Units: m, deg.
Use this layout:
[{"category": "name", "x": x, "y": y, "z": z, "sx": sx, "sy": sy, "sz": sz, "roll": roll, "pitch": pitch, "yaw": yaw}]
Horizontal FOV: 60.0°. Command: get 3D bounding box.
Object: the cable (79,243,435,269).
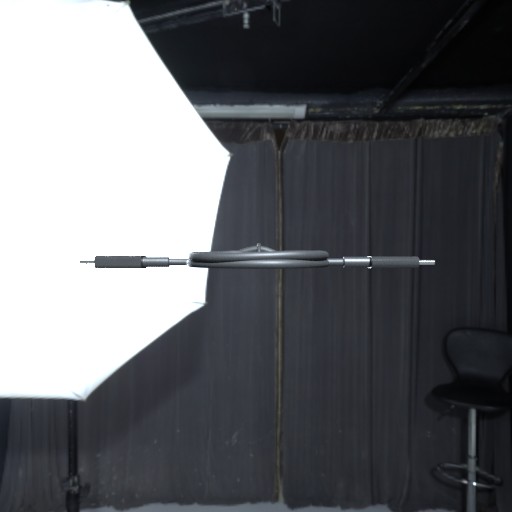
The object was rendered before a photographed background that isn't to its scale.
[{"category": "cable", "x": 0.000, "y": 0.000, "z": 0.217, "sx": 0.192, "sy": 0.014, "sz": 0.070, "roll": 0, "pitch": 0, "yaw": 0}]
